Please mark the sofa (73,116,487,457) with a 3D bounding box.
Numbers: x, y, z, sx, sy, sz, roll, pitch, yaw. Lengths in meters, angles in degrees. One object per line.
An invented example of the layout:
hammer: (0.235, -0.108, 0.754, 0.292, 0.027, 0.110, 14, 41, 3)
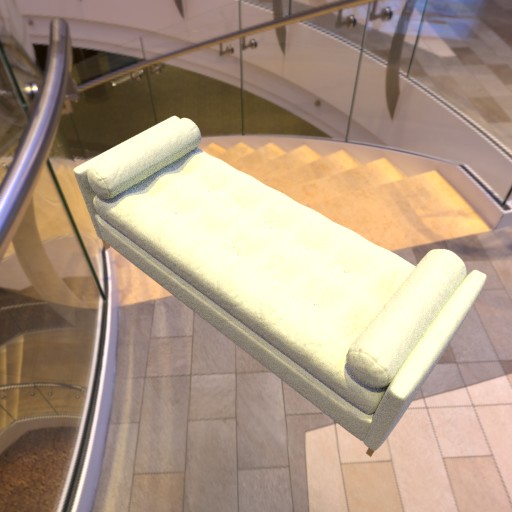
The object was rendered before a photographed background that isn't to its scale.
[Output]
sofa: (0.000, 0.000, 2.449, 2.102, 0.705, 0.796, 33, 55, 26)
